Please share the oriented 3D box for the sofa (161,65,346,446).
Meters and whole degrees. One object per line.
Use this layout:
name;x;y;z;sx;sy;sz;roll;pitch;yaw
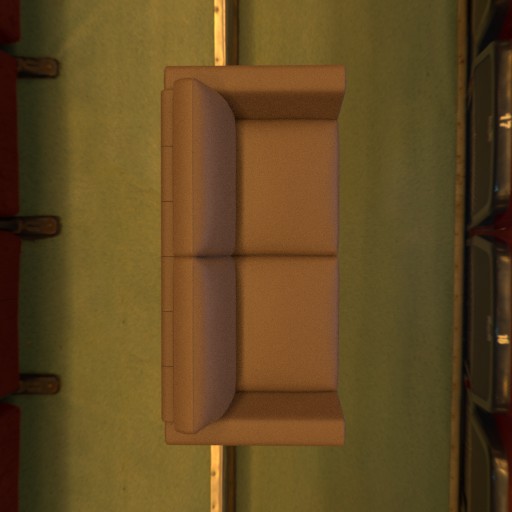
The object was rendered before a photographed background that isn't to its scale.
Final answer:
sofa;0.000;0.000;2.486;0.953;0.875;2.017;0;91;1
